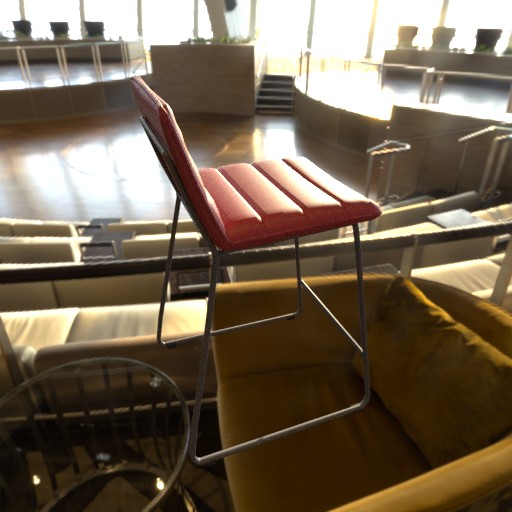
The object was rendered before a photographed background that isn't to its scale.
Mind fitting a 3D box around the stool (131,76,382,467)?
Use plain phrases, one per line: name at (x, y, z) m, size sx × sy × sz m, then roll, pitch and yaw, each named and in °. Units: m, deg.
stool at (0.000, 0.000, 1.159) m, size 0.524 × 0.866 × 0.489 m, roll -11°, pitch 32°, yaw -18°
